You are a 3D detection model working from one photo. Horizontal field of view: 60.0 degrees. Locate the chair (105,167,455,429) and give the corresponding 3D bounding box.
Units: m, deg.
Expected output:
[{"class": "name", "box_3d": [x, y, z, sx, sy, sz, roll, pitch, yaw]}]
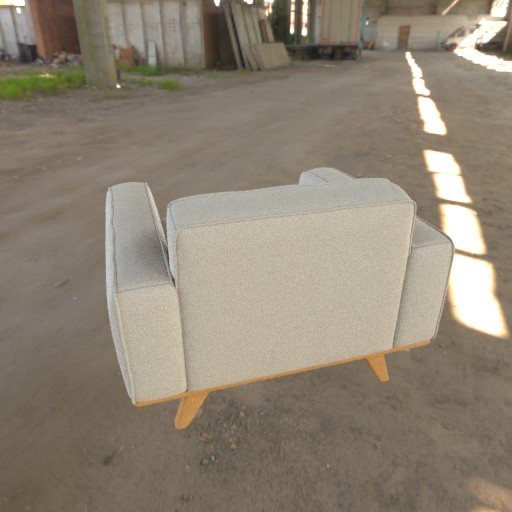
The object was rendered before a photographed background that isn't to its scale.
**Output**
[{"class": "chair", "box_3d": [0.000, 0.000, 1.755, 1.115, 0.779, 0.953, -8, 28, -15]}]
